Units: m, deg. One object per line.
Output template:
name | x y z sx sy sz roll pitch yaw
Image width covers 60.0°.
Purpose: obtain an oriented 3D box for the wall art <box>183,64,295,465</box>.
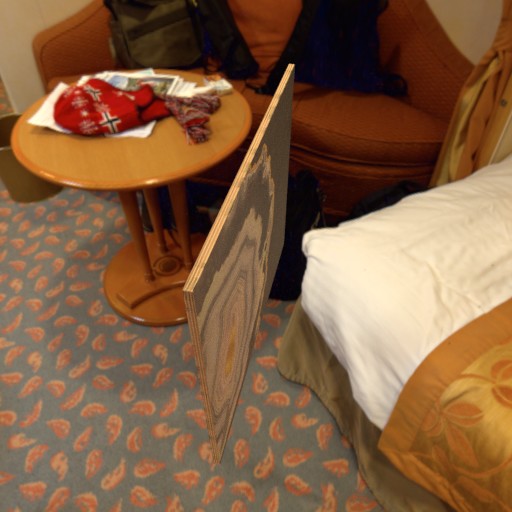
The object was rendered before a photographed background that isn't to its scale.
wall art | 0.000 0.000 0.707 0.010 0.408 0.508 10 46 10
